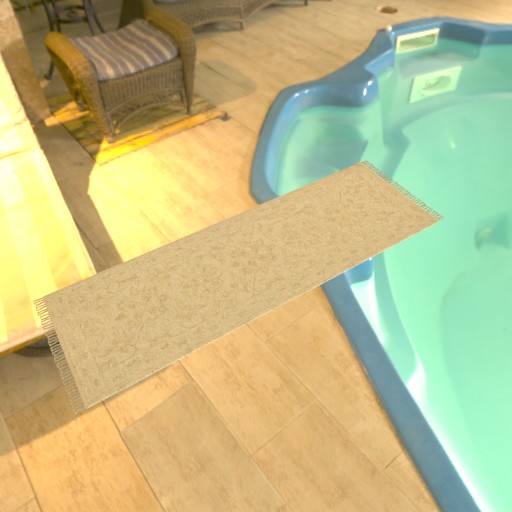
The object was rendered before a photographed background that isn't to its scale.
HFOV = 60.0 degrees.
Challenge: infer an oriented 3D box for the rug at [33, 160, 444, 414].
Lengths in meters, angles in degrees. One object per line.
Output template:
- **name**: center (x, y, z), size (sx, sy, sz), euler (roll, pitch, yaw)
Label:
- **rug**: center (0.000, 0.000, 2.788), size (2.544, 0.015, 0.795), euler (-25, 52, -21)
